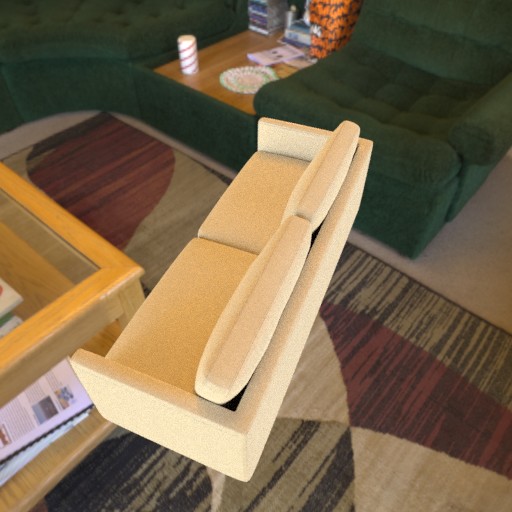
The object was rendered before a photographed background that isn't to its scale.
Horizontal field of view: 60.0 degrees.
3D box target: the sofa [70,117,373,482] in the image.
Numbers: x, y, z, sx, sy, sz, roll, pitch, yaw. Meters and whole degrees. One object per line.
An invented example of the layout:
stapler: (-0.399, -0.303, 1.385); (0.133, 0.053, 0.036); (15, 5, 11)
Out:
sofa: (0.000, 0.000, 2.914); (0.948, 0.965, 2.434); (17, 50, 15)
